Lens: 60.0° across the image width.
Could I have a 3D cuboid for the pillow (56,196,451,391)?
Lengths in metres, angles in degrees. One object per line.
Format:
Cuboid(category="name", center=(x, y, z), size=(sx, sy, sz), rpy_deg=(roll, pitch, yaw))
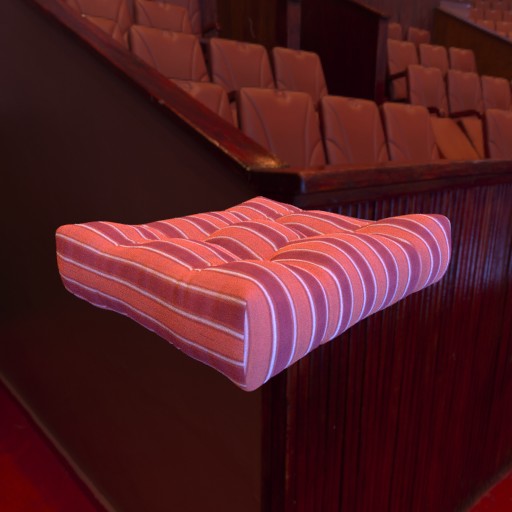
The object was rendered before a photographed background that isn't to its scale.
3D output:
Cuboid(category="pillow", center=(0.000, 0.000, 0.728), size=(0.468, 0.133, 0.490), rpy_deg=(14, 21, 42))
